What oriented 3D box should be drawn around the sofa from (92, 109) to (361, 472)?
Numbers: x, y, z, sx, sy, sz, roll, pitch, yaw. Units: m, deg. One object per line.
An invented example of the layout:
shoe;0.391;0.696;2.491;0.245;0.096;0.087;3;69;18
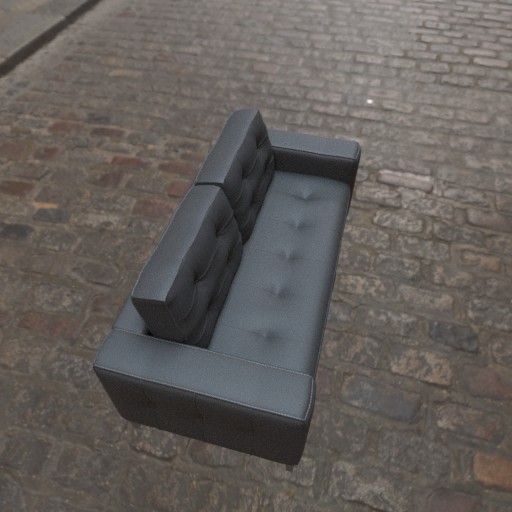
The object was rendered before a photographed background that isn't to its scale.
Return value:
sofa;0.000;0.000;2.234;0.833;0.893;1.726;11;50;10
